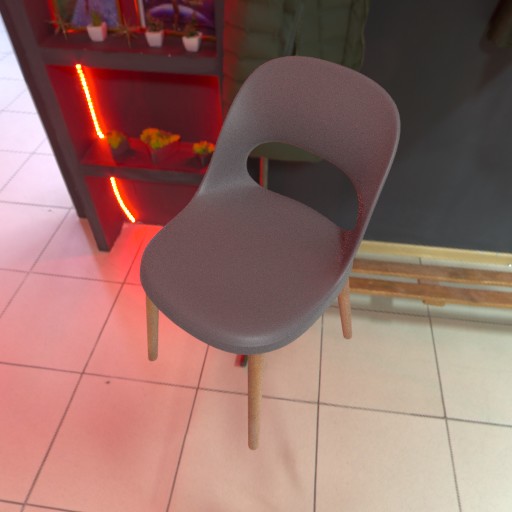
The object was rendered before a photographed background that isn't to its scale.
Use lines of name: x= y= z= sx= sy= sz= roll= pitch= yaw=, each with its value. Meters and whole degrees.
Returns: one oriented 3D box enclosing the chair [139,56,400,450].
chair: x=0.000 y=0.000 z=1.126 sx=0.470 sy=0.795 sz=0.556 roll=32 pitch=54 yaw=26
